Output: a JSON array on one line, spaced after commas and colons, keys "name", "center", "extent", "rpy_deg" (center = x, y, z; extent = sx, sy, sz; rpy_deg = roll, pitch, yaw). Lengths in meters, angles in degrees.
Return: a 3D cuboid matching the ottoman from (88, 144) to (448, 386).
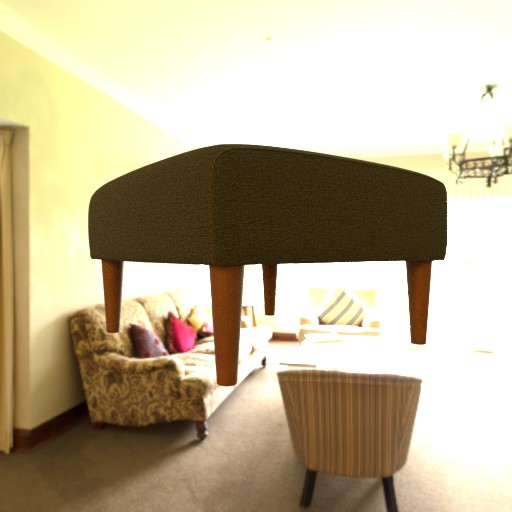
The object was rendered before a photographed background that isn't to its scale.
[{"name": "ottoman", "center": [0.000, 0.000, 1.080], "extent": [0.649, 0.398, 0.650], "rpy_deg": [-1, 1, -36]}]
